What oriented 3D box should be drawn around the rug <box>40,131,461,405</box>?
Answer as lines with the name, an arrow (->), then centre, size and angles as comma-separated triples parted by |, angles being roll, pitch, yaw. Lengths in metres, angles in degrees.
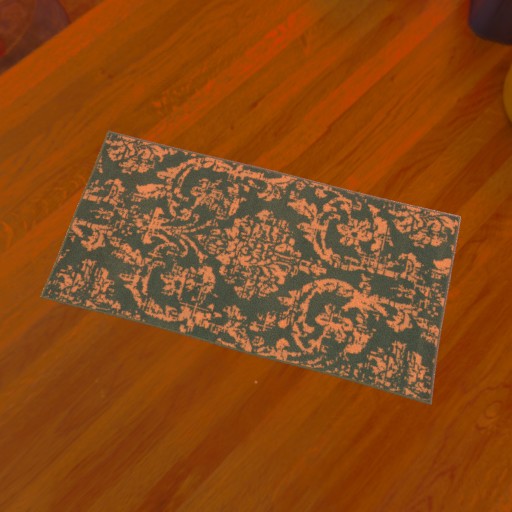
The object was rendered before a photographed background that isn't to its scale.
rug -> 0.000, 0.000, 1.406 | 1.219, 0.007, 0.604 | 15, 75, 4
